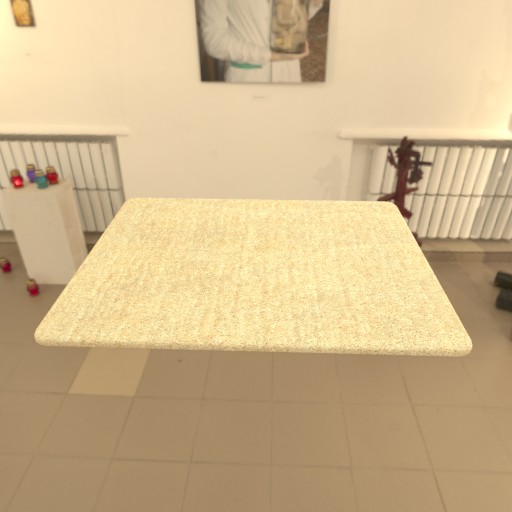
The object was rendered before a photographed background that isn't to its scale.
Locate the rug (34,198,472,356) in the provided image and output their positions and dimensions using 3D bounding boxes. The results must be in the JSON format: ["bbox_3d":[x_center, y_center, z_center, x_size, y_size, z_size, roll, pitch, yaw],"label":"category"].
[{"bbox_3d":[0.000,0.000,3.345,2.528,0.048,2.009,1,31,2],"label":"rug"}]
